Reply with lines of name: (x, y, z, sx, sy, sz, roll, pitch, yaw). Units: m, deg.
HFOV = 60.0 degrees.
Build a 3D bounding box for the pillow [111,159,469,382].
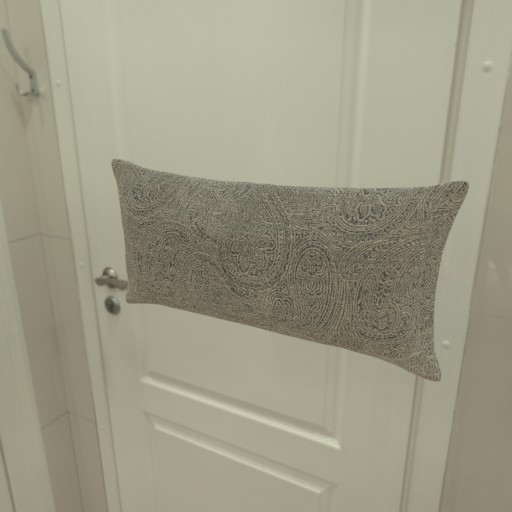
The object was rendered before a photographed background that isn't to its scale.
pillow: (0.000, 0.000, 0.746, 0.615, 0.295, 0.151, 9, 20, 27)
